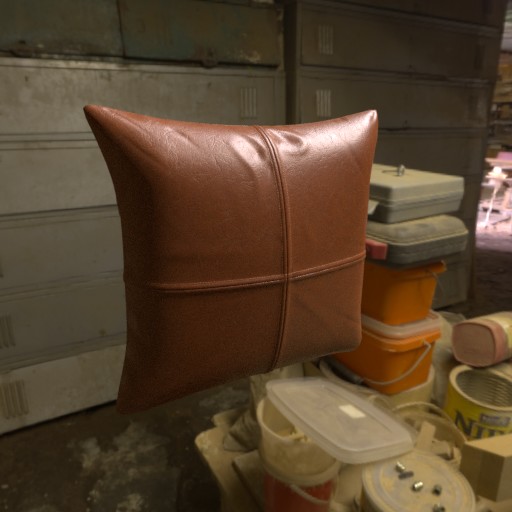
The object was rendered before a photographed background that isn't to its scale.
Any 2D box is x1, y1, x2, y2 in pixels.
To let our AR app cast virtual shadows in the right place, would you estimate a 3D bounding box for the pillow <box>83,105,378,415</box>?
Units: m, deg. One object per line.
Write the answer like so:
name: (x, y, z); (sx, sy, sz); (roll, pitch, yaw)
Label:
pillow: (0.000, 0.000, 0.749); (0.501, 0.477, 0.192); (-9, 19, -26)
